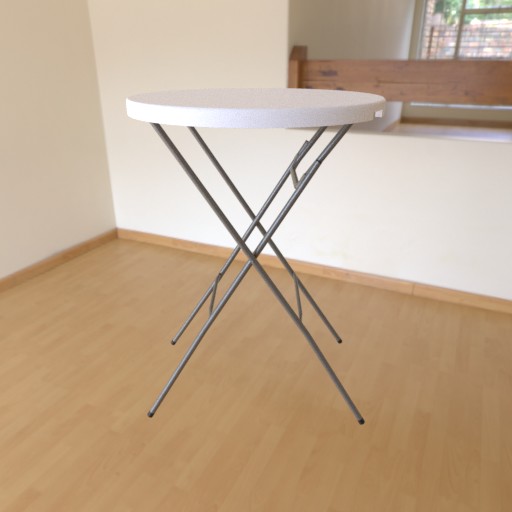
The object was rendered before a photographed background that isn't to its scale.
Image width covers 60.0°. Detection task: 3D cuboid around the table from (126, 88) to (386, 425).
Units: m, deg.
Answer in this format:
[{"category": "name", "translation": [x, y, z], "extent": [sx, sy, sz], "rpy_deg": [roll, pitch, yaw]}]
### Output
[{"category": "table", "translation": [0.000, 0.000, 1.619], "extent": [0.795, 1.105, 0.792], "rpy_deg": [0, 24, 1]}]
